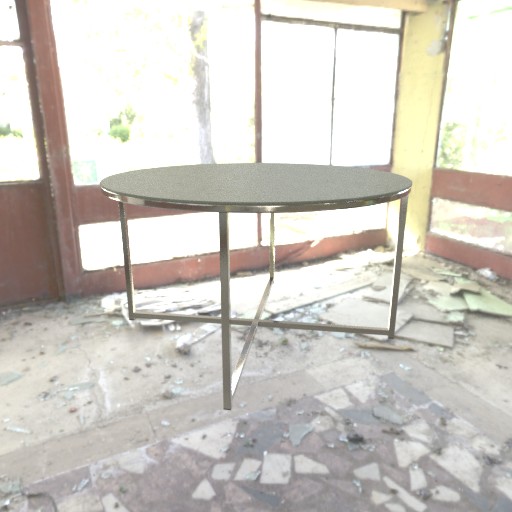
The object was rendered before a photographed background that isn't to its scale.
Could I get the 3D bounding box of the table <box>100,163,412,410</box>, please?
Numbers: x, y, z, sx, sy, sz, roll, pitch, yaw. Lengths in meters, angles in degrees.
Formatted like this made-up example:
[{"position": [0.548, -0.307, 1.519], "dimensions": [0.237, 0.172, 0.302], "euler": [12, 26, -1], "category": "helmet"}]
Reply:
[{"position": [0.000, 0.000, 1.261], "dimensions": [0.800, 0.450, 0.800], "euler": [0, 17, 0], "category": "table"}]
